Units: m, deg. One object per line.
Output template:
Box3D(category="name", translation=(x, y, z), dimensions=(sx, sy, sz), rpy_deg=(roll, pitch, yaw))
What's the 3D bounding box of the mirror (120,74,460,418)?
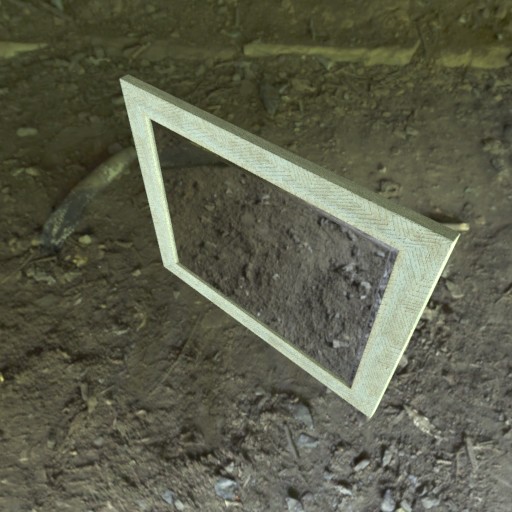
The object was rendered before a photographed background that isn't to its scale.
Box3D(category="mirror", translation=(0.000, 0.000, 1.137), dimensions=(0.839, 0.689, 0.028), rpy_deg=(32, 56, 26))
